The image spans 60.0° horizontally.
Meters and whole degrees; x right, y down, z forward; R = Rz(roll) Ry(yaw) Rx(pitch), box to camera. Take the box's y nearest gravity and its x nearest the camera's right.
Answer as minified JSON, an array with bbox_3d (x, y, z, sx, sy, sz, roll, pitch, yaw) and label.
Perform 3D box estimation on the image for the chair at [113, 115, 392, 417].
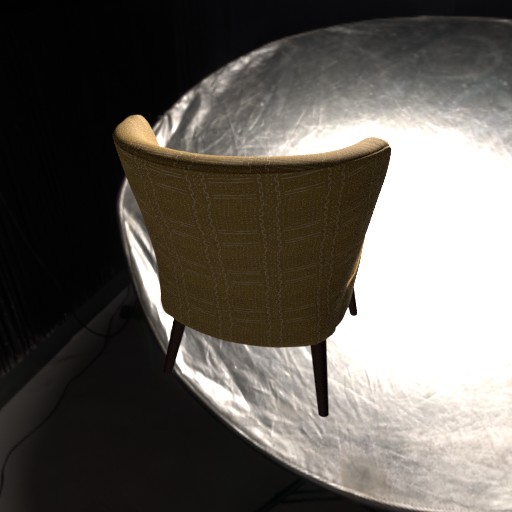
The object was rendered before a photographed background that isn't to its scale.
[{"bbox_3d":[0.000,0.000,1.377,0.706,0.866,0.758,10,33,16],"label":"chair"}]
